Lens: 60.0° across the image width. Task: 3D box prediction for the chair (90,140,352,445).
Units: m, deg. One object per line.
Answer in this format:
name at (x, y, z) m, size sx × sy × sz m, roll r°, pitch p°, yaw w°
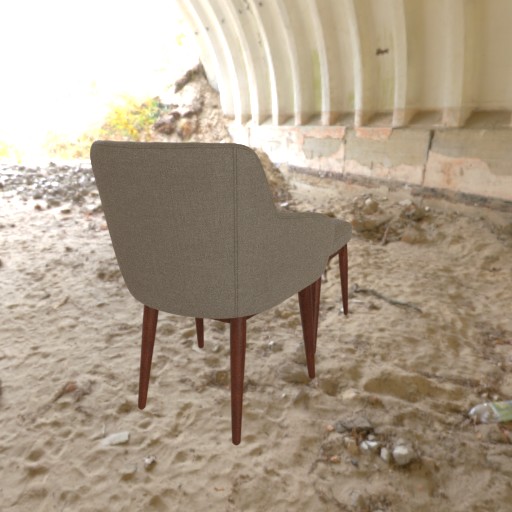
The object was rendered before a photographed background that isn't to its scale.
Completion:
chair at (0.000, 0.000, 1.530) m, size 0.584 × 0.799 × 1.107 m, roll 9°, pitch 19°, yaw 27°
